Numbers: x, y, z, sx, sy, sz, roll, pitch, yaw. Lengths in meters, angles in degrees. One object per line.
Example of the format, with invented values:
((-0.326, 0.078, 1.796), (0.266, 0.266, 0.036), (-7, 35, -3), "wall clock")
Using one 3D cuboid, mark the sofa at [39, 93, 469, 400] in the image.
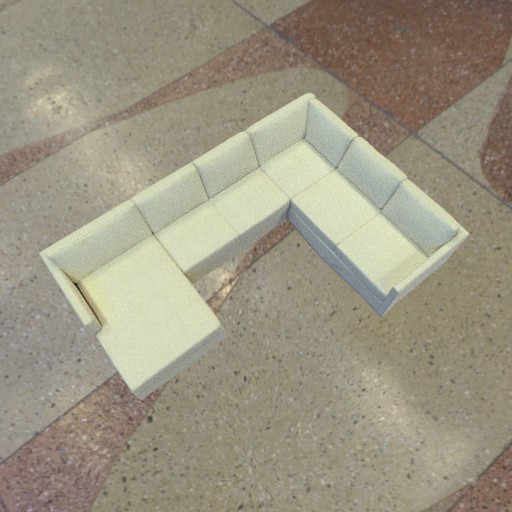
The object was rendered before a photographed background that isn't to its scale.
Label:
((0.000, 0.000, 4.514), (3.464, 0.882, 2.448), (-36, 69, -16), "sofa")
